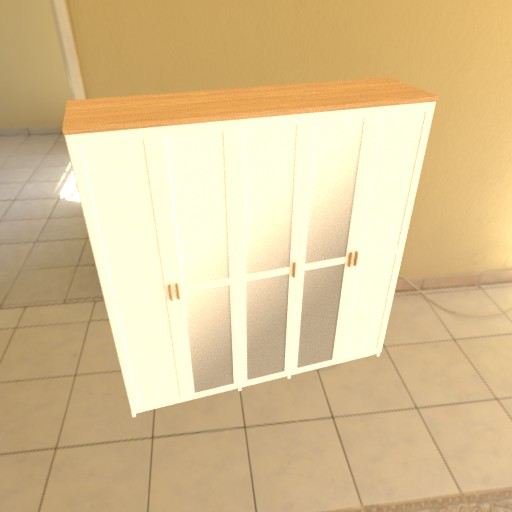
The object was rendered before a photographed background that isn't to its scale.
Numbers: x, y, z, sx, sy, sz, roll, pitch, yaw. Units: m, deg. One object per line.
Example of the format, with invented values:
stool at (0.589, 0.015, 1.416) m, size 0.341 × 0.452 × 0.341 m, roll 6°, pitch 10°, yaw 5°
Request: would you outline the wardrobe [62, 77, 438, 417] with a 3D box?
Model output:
wardrobe at (0.000, 0.000, 3.280) m, size 2.160 × 2.260 × 0.590 m, roll -10°, pitch 35°, yaw -14°
